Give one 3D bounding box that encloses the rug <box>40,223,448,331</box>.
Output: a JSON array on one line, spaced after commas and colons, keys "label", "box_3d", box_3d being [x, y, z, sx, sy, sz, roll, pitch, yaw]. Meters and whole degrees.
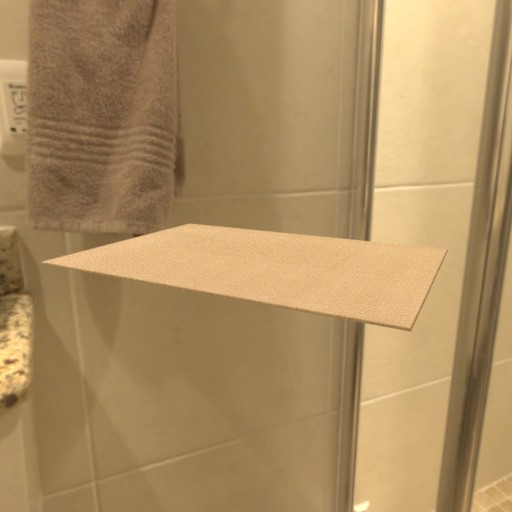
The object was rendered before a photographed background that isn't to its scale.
[{"label": "rug", "box_3d": [0.000, 0.000, 2.839, 2.144, 0.013, 1.509, 7, 16, 27]}]
